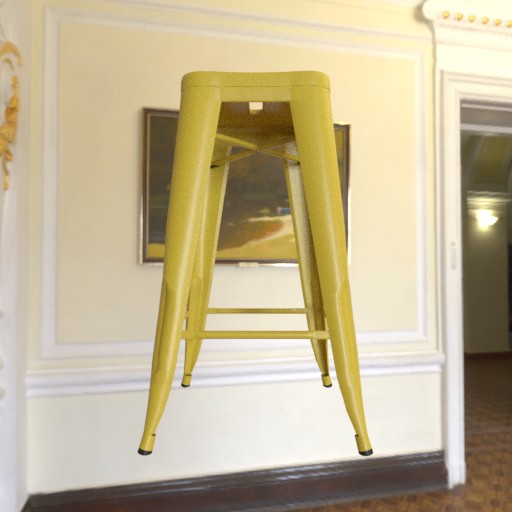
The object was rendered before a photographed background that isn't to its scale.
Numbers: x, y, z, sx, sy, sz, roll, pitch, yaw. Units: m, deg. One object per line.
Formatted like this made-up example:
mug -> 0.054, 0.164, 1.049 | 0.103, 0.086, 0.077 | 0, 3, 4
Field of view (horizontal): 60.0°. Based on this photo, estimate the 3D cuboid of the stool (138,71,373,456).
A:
stool -> 0.000, 0.000, 0.865 | 0.359, 0.609, 0.399 | 0, -1, 0
